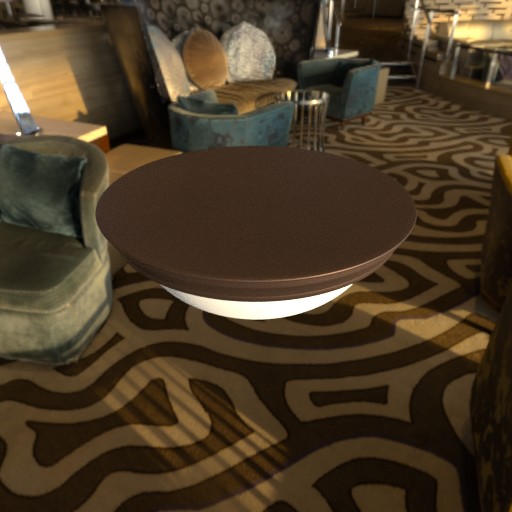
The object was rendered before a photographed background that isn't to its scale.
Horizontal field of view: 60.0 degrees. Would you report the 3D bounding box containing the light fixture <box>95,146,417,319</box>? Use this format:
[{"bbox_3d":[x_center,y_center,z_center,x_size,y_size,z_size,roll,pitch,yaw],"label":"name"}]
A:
[{"bbox_3d":[0.000,0.000,0.438,0.280,0.135,0.280,0,31,0],"label":"light fixture"}]
